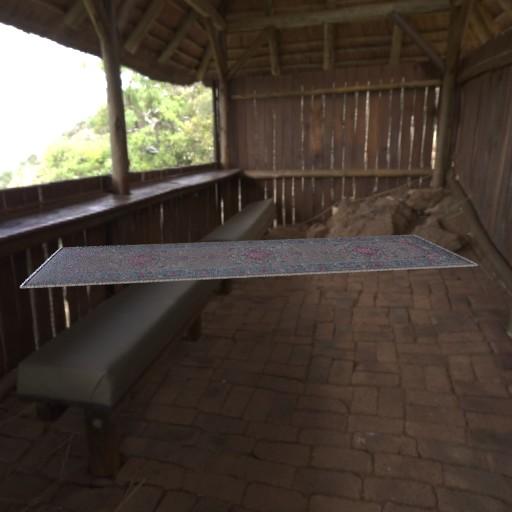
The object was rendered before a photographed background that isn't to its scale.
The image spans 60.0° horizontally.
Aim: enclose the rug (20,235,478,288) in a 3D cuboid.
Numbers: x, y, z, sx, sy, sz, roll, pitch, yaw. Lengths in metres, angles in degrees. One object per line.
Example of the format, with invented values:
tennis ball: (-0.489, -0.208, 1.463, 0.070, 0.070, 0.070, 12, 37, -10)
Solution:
rug: (0.000, 0.000, 2.006, 1.827, 0.012, 0.553, -2, 16, -8)
